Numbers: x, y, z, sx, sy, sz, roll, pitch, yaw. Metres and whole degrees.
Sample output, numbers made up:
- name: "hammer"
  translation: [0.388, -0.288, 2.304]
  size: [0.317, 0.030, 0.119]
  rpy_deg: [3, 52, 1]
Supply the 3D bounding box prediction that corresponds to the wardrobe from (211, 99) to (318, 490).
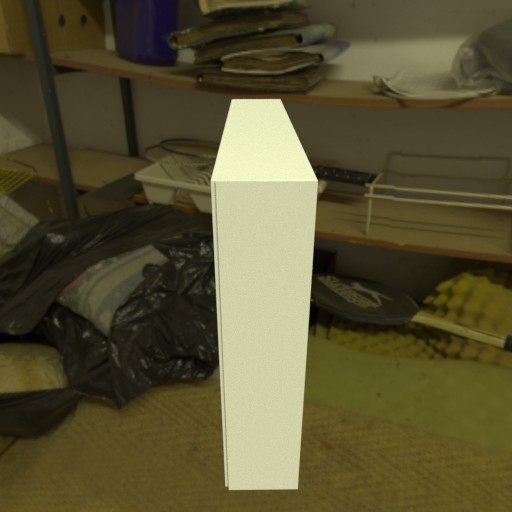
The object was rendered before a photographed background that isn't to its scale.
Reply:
- name: "wardrobe"
  translation: [0.000, 0.000, 4.087]
  size: [0.580, 2.360, 3.000]
  rpy_deg: [0, 27, -1]
